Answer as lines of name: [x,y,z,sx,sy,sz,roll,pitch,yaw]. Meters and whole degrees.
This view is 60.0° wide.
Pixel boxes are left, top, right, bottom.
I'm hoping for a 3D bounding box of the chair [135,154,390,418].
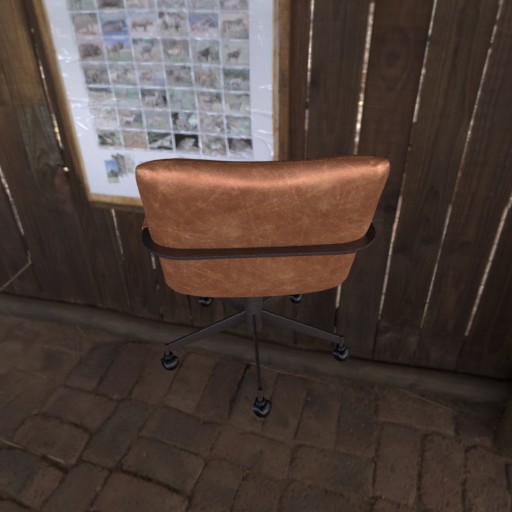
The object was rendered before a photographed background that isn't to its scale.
chair: [0.000,0.000,1.508,0.727,0.922,0.754,-2,31,-3]
